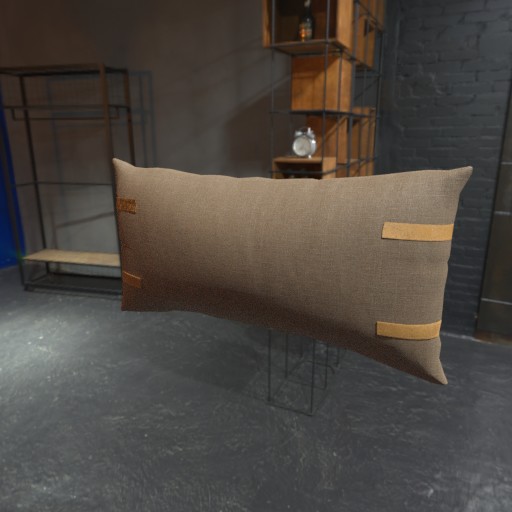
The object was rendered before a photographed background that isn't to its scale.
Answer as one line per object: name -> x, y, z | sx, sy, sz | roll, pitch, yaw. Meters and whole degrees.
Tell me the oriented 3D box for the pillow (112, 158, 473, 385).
pillow -> 0.000, 0.000, 0.724 | 0.612, 0.308, 0.148 | 8, 18, 26
